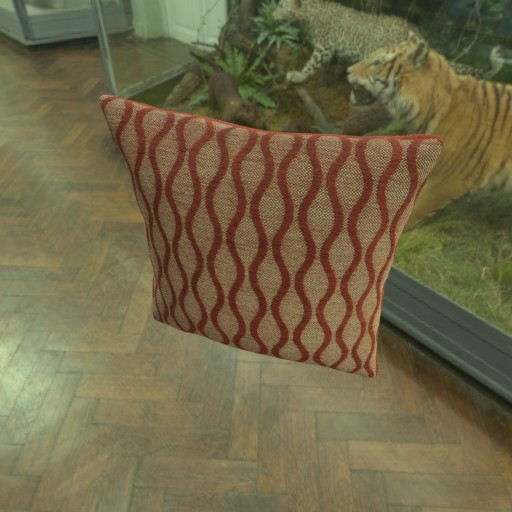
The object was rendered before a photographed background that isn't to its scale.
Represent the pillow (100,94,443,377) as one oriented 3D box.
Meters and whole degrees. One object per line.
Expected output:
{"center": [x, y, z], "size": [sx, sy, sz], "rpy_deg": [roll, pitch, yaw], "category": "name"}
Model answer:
{"center": [0.000, 0.000, 0.658], "size": [0.429, 0.434, 0.159], "rpy_deg": [11, 42, 13], "category": "pillow"}
